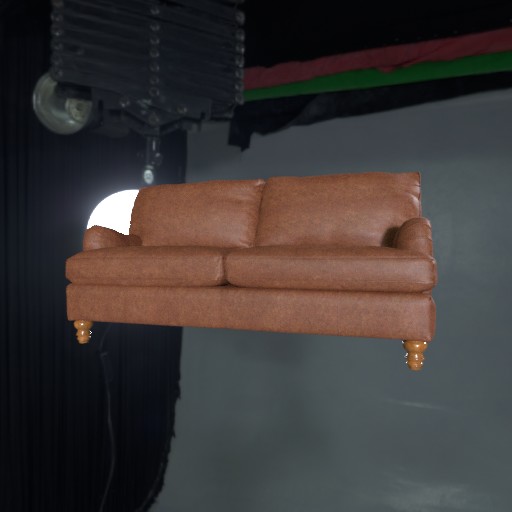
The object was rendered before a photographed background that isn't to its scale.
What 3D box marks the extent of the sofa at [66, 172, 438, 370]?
[{"bbox_3d":[0.000,0.000,2.895,2.144,1.071,1.147,0,1,19],"label":"sofa"}]
